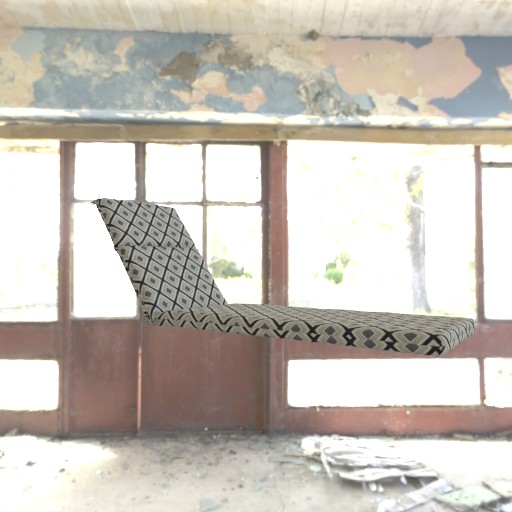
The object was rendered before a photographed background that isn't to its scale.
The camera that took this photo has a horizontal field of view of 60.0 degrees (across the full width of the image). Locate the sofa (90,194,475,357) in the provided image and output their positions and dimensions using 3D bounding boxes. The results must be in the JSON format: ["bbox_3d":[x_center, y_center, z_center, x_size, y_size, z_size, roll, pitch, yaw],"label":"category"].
[{"bbox_3d":[0.000,0.000,1.941,1.663,0.622,0.582,-1,-1,35],"label":"sofa"}]
